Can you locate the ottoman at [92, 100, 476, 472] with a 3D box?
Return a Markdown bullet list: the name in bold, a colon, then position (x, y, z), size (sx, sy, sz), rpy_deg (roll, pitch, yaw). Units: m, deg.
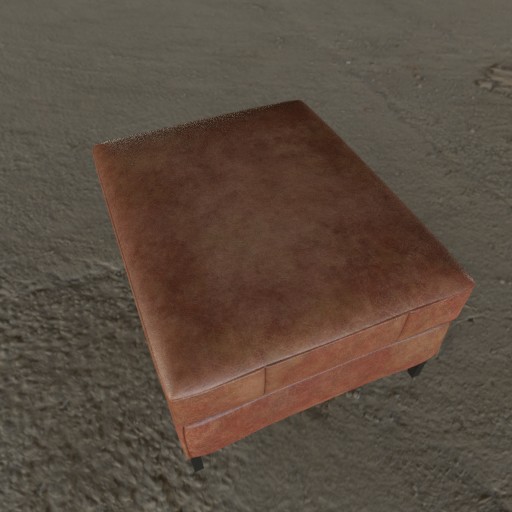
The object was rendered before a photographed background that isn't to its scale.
- **ottoman**: position (0.000, 0.000, 1.748), size (0.965, 0.667, 1.186), rpy_deg (-17, 51, -15)
